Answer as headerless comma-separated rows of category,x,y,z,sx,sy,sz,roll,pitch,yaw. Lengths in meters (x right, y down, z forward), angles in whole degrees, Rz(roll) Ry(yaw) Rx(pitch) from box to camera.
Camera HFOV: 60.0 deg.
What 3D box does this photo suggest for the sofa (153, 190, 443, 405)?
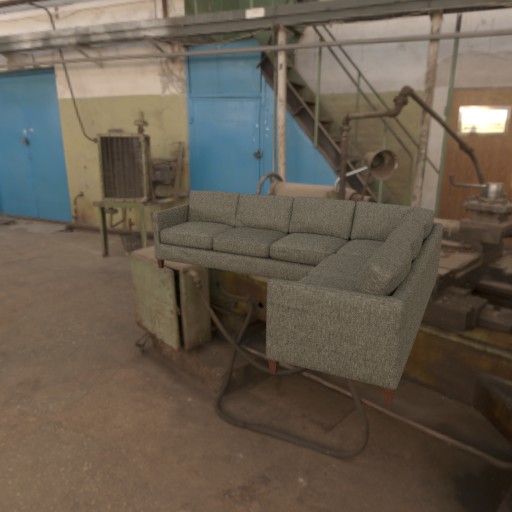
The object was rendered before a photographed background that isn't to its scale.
sofa,0.000,0.000,4.505,3.302,0.947,2.593,8,18,26
